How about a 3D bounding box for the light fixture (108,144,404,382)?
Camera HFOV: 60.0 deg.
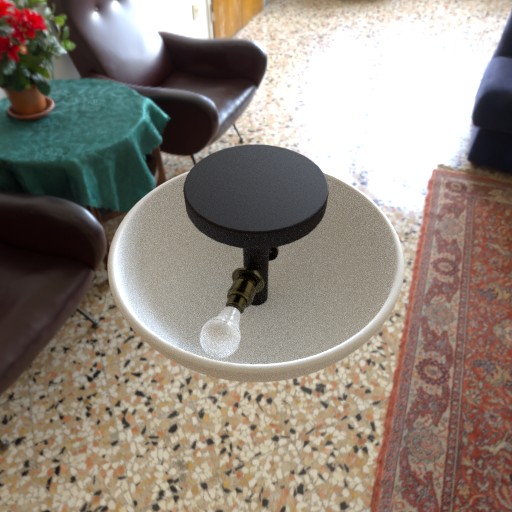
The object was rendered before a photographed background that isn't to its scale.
[{"bbox_3d":[0.000,0.000,0.522,0.331,0.212,0.331,0,46,0],"label":"light fixture"}]
